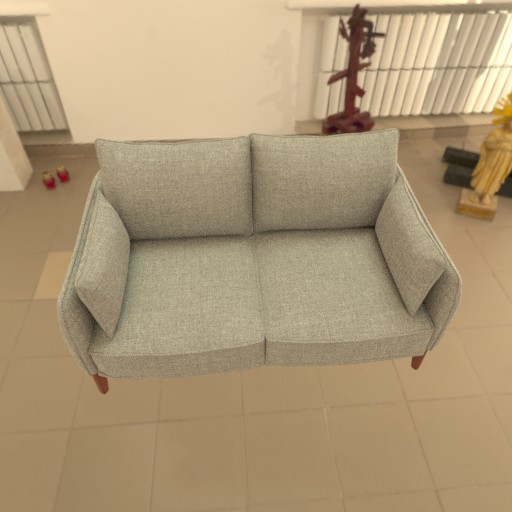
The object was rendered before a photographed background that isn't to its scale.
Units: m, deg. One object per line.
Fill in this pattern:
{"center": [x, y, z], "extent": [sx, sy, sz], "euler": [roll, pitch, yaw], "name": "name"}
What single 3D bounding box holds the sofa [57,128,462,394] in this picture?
{"center": [0.000, 0.000, 2.044], "extent": [1.580, 0.851, 0.972], "euler": [-3, 45, -3], "name": "sofa"}
